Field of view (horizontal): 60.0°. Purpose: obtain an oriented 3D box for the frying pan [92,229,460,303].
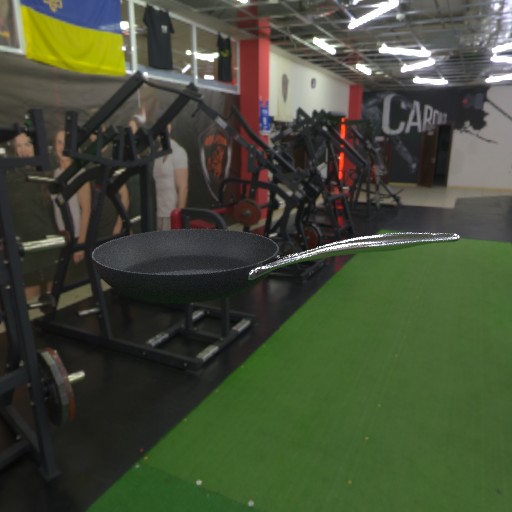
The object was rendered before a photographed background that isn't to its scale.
[{"bbox_3d":[0.000,0.000,0.573,0.472,0.105,0.255,8,17,27],"label":"frying pan"}]
